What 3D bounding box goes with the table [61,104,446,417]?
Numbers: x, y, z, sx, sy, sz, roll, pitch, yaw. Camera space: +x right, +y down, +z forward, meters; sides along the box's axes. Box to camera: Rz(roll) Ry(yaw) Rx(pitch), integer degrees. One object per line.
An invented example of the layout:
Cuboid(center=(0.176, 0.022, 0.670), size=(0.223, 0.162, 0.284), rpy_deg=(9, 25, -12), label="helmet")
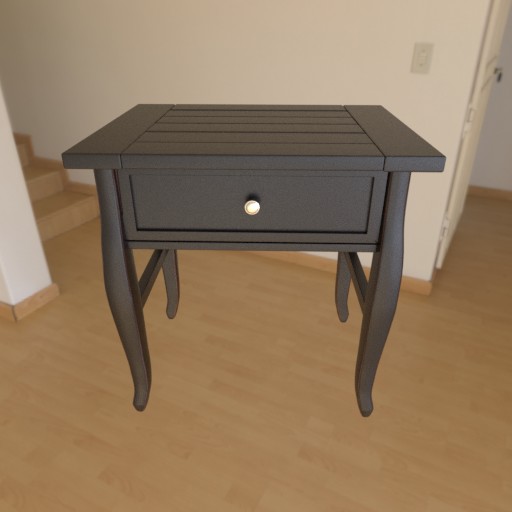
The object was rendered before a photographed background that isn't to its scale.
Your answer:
Cuboid(center=(0.000, 0.000, 1.034), size=(0.602, 0.604, 0.460), rpy_deg=(1, 28, 2), label="table")
